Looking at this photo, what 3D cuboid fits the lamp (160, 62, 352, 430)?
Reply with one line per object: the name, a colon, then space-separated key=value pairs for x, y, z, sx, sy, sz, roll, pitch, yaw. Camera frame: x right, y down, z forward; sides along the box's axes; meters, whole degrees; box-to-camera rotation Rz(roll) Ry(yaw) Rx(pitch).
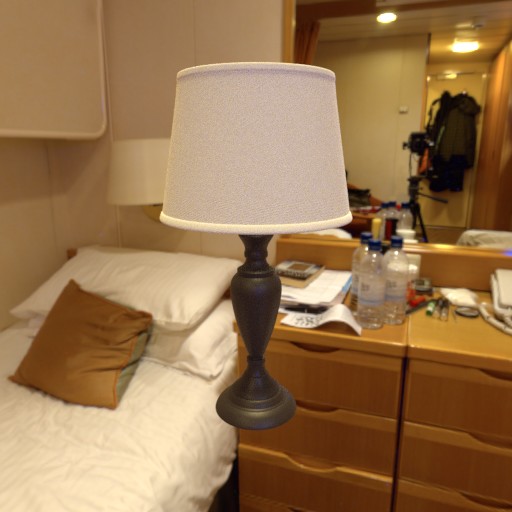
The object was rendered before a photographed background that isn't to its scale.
lamp: x=0.000 y=0.000 z=0.805 sx=0.335 sy=0.611 sz=0.335 roll=0 pitch=14 yaw=0
